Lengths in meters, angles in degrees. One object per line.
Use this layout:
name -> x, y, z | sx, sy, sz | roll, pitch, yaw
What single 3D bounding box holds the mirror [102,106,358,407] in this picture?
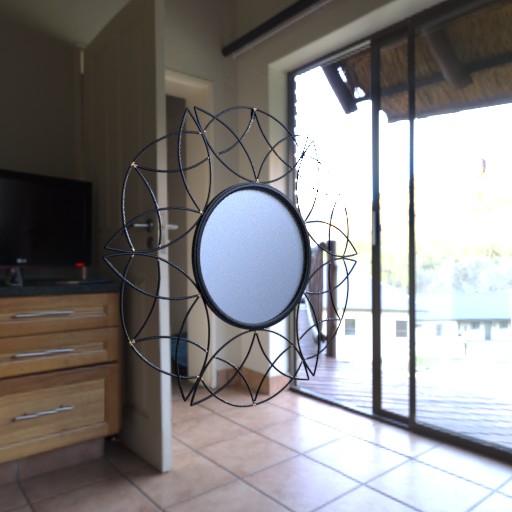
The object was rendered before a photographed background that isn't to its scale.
mirror -> 0.000, 0.000, 1.149 | 0.797, 0.775, 0.028 | 1, -1, -38
